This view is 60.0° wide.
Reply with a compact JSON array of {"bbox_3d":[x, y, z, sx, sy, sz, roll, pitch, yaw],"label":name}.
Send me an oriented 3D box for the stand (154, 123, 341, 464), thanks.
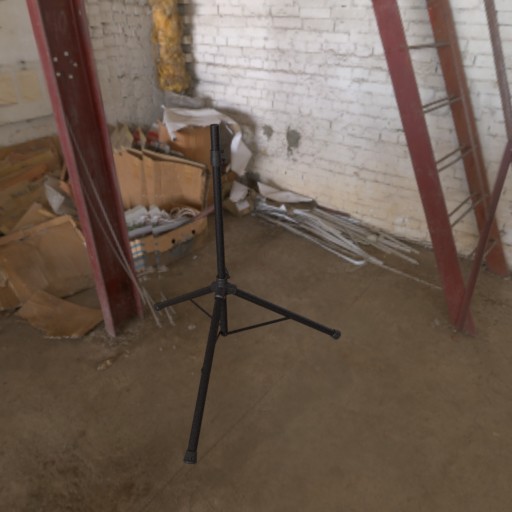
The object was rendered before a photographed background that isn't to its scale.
[{"bbox_3d":[0.000,0.000,1.901,0.907,1.136,1.045,-8,32,-14],"label":"stand"}]
